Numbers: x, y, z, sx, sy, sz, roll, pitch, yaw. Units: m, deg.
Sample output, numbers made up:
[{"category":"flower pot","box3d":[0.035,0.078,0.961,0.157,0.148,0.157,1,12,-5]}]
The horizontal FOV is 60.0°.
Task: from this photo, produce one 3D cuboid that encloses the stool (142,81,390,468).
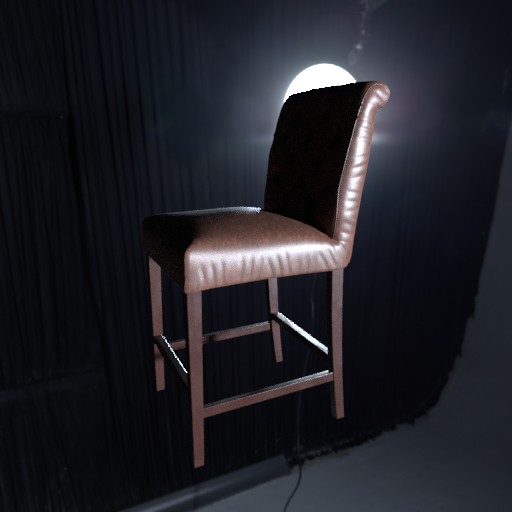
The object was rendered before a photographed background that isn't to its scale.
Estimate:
[{"category":"stool","box3d":[0.000,0.000,1.472,0.660,1.084,0.486,-8,17,-25]}]
